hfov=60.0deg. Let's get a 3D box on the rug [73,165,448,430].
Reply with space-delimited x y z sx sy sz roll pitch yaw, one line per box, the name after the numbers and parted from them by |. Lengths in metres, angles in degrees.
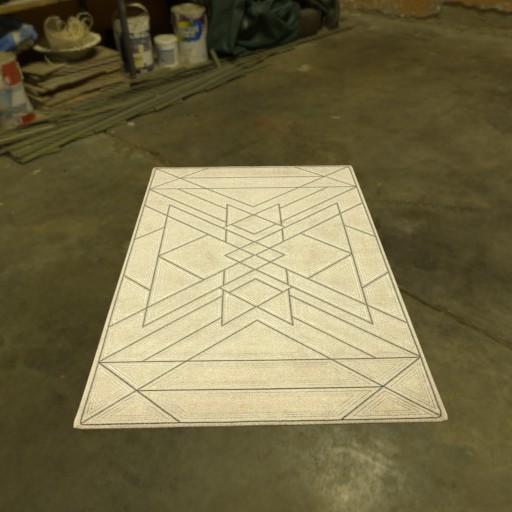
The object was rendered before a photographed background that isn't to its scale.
0.000 0.000 4.142 2.436 0.026 3.381 -1 40 -1 | rug
